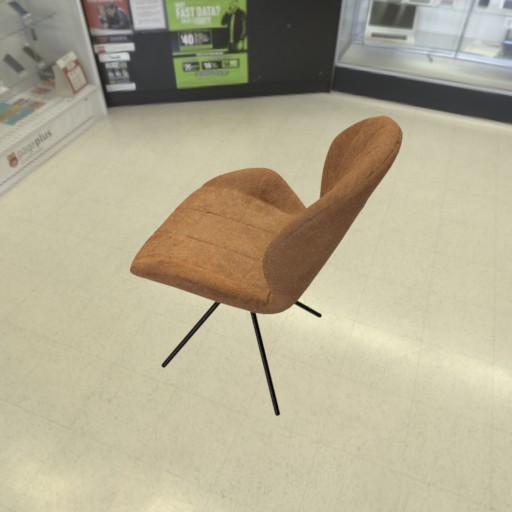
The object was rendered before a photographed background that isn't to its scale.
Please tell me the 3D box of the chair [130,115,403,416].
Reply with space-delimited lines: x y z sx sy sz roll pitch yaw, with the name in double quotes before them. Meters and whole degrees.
"chair" 0.000 0.000 1.306 0.640 0.929 0.527 18 48 17
